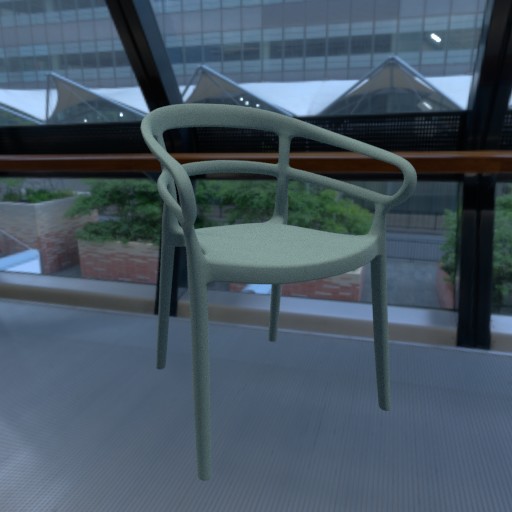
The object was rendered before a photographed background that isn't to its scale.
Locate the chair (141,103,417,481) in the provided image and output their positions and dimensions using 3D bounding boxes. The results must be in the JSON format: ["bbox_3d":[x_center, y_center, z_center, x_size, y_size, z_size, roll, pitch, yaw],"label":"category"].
[{"bbox_3d":[0.000,0.000,1.119,0.559,0.761,0.527,-8,17,-28],"label":"chair"}]
